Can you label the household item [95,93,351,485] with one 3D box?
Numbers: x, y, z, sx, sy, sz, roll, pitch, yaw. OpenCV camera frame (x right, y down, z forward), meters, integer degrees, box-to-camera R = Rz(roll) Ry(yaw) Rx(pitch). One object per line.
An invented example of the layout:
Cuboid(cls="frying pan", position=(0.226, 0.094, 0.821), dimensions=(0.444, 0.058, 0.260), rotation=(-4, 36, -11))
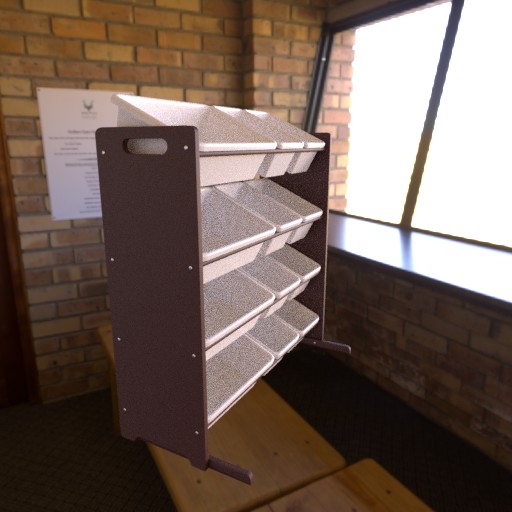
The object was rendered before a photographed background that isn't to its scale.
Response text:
Cuboid(cls="household item", position=(0.000, 0.000, 1.314), dimensions=(0.389, 0.864, 0.787), rotation=(8, 16, 28))
